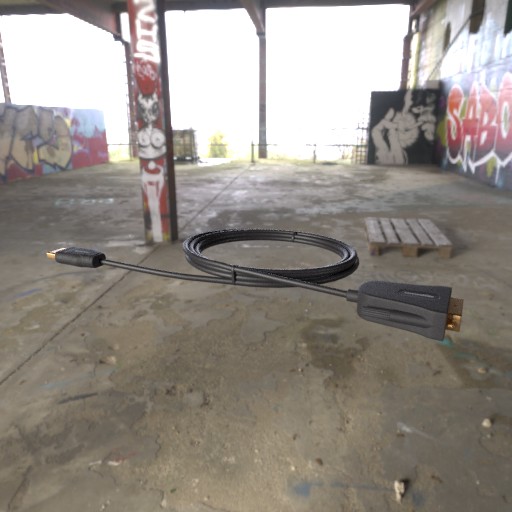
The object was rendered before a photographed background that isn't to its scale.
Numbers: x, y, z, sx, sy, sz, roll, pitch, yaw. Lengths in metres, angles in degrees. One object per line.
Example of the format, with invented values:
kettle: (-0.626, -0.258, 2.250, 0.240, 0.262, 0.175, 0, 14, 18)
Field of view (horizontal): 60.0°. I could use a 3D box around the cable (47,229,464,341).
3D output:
cable: (0.000, 0.000, 0.327, 0.281, 0.015, 0.136, 8, 19, 25)
